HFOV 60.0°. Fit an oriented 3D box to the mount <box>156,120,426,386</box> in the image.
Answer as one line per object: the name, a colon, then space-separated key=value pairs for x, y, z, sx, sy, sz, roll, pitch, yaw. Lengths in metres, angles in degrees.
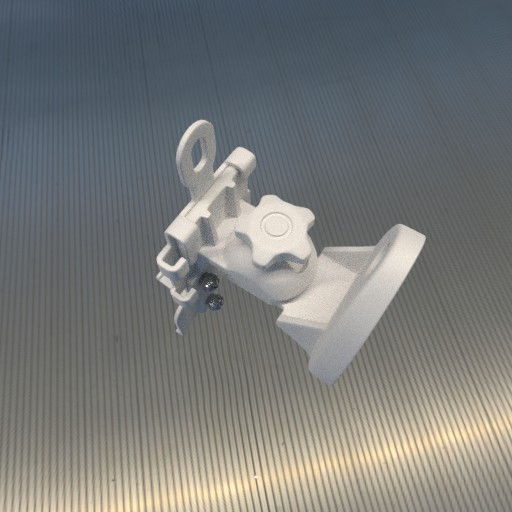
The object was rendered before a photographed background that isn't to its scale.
mount: x=0.000 y=0.000 z=0.175 sx=0.100 sy=0.118 sz=0.066 roll=30 pitch=67 yaw=14
